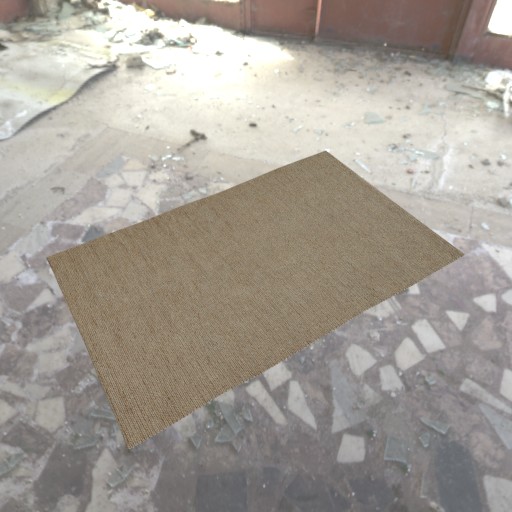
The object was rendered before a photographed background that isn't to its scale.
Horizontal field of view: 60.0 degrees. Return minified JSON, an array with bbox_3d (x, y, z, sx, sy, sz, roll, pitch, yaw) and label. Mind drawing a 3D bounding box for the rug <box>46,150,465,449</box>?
[{"bbox_3d":[0.000,0.000,3.044,2.439,0.011,1.533,-25,51,-22],"label":"rug"}]
